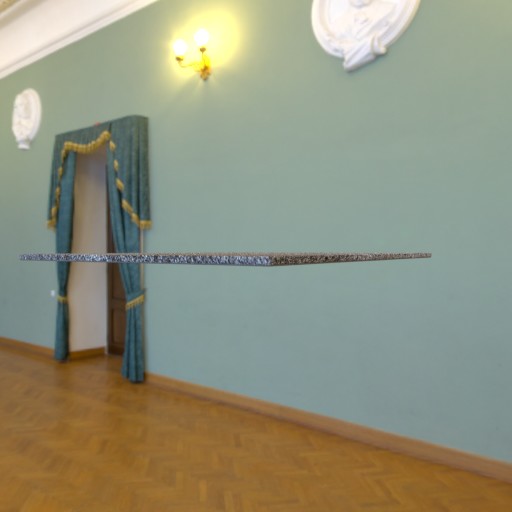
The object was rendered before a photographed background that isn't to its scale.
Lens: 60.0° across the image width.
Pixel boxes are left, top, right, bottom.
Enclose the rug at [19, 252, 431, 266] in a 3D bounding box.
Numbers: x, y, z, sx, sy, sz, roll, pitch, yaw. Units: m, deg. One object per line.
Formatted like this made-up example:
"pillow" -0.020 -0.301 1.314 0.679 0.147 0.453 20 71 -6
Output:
"rug" 0.000 0.000 2.081 1.198 0.025 1.601 1 1 35
